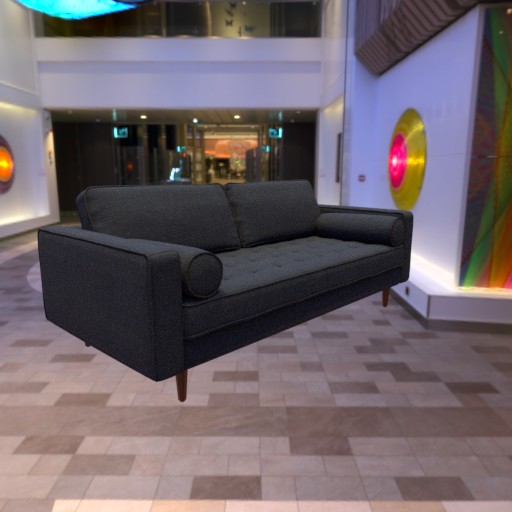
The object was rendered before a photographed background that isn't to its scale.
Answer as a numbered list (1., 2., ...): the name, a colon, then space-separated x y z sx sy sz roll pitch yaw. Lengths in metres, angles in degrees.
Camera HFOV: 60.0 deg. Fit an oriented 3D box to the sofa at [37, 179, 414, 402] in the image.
1. sofa: 0.000 0.000 2.347 0.914 0.762 1.880 11 15 42
